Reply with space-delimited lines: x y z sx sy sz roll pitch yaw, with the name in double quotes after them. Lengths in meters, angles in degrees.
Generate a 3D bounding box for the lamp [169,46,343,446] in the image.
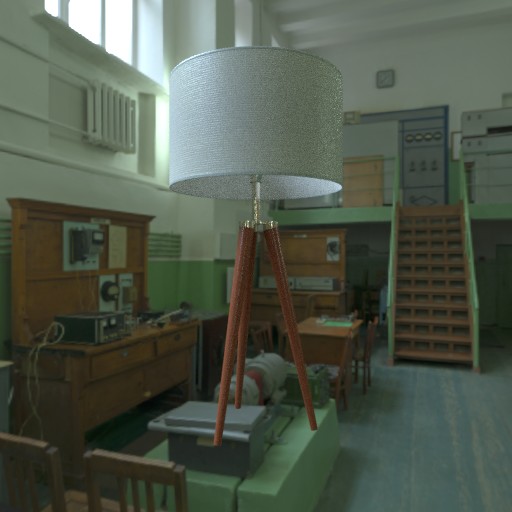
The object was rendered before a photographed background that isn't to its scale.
0.000 0.000 0.924 0.354 0.709 0.355 0 0 19 "lamp"
